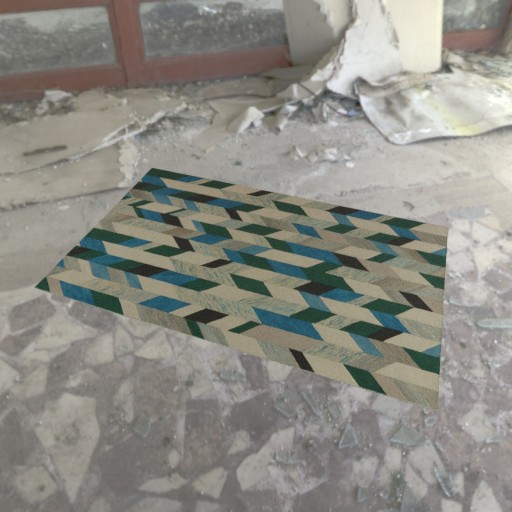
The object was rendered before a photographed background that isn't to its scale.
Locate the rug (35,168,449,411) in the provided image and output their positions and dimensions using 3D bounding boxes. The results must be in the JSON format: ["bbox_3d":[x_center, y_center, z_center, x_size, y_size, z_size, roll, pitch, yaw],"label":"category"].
[{"bbox_3d":[0.000,0.000,2.992,2.433,0.007,1.507,14,45,14],"label":"rug"}]
